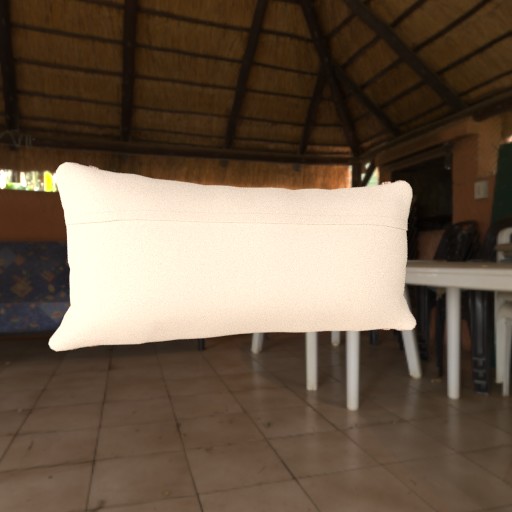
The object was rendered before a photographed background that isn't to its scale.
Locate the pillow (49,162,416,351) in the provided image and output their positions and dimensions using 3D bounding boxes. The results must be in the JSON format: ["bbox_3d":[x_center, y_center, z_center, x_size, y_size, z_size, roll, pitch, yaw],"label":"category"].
[{"bbox_3d":[0.000,0.000,0.740,0.635,0.282,0.139,0,0,-17],"label":"pillow"}]
